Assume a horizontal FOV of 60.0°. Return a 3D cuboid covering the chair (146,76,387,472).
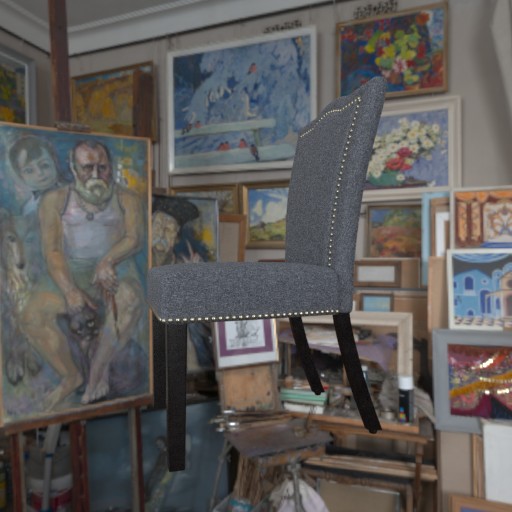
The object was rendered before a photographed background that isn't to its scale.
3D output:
[{"bbox_3d":[0.000,0.000,1.271,0.589,0.946,0.518,0,0,-17],"label":"chair"}]
